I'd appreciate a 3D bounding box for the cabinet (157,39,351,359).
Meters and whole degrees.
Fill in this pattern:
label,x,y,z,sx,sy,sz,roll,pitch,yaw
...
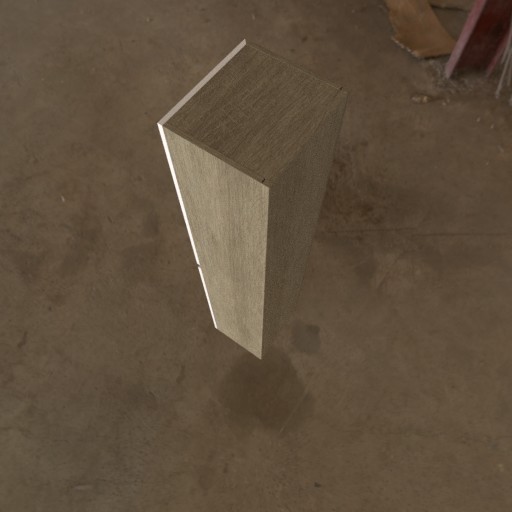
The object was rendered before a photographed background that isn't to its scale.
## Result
label,x,y,z,sx,sy,sz,roll,pitch,yaw
cabinet,0.000,0.000,1.531,0.270,1.400,0.300,32,68,15
